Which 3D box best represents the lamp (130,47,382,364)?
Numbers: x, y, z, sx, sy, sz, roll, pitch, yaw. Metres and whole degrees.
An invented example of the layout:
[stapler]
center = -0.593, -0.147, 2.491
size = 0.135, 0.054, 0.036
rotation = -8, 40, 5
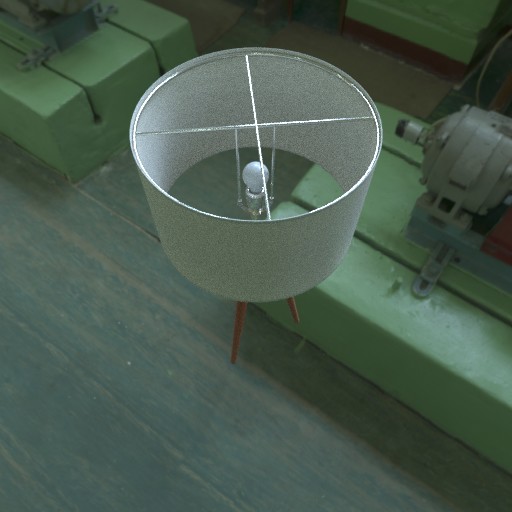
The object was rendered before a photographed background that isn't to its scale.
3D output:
[lamp]
center = 0.000, 0.000, 0.926
size = 0.355, 0.709, 0.354
rotation = 31, 62, 18
